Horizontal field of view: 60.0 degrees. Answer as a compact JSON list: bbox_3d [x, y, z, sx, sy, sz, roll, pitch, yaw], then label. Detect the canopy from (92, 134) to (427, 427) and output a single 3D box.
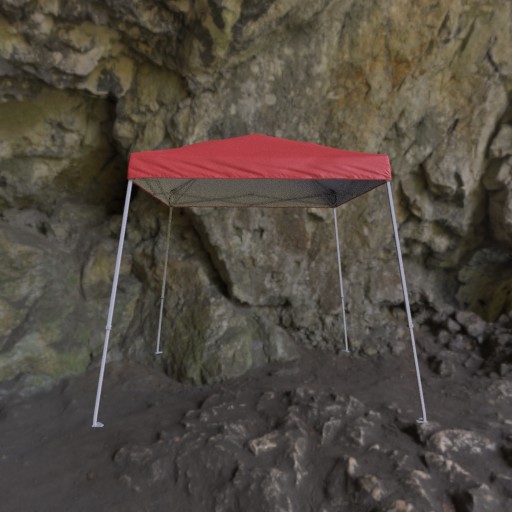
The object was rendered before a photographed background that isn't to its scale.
[{"bbox_3d":[0.000,0.000,5.173,2.849,2.849,2.848,0,0,-2],"label":"canopy"}]
